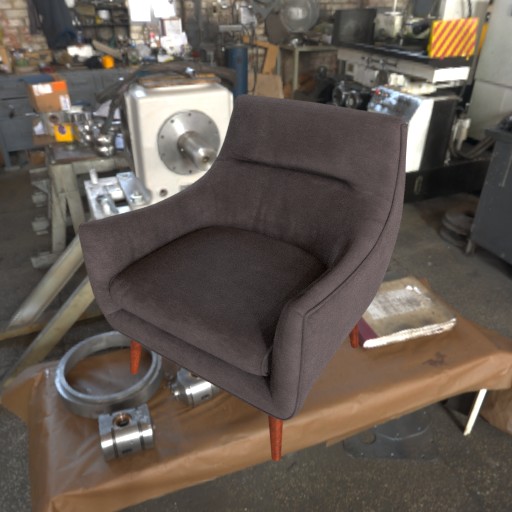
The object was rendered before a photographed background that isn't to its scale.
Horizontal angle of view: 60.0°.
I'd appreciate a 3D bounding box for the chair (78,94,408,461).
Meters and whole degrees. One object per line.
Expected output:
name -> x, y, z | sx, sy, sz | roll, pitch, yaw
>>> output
chair -> 0.000, 0.000, 1.433 | 0.762, 0.838, 0.787 | 20, 37, 29
